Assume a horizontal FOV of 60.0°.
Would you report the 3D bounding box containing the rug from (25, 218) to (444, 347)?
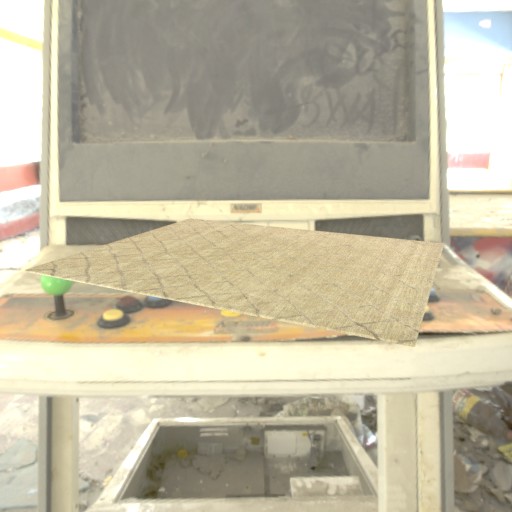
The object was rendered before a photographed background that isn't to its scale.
[{"bbox_3d":[0.000,0.000,4.044,3.038,0.019,2.420,7,18,25],"label":"rug"}]
